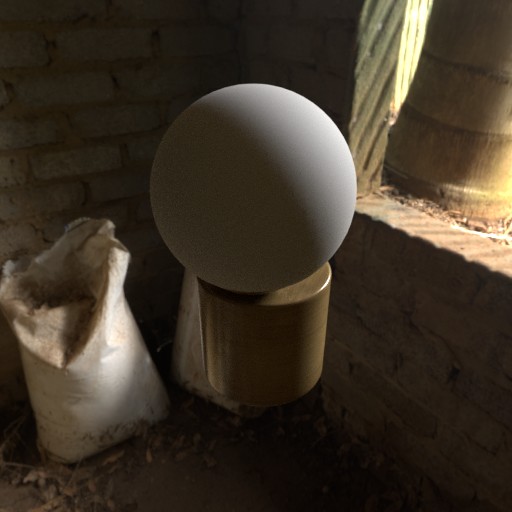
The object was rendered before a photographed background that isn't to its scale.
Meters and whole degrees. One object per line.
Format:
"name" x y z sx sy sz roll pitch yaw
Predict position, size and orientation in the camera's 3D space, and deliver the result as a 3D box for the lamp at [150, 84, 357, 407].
"lamp" 0.000 0.000 0.342 0.141 0.250 0.152 10 31 17
